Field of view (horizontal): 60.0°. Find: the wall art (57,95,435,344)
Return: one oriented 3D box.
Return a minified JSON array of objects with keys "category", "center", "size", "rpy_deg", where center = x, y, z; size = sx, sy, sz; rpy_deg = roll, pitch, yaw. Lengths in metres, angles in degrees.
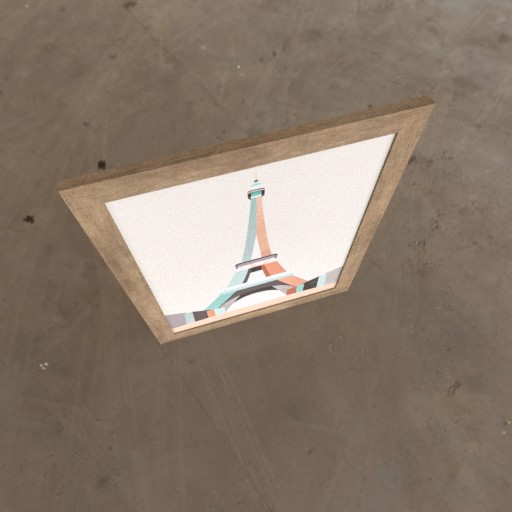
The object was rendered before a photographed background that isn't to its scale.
[{"category":"wall art","center":[0.000,0.000,0.909],"size":[0.534,0.686,0.018],"rpy_deg":[-15,64,-8]}]
